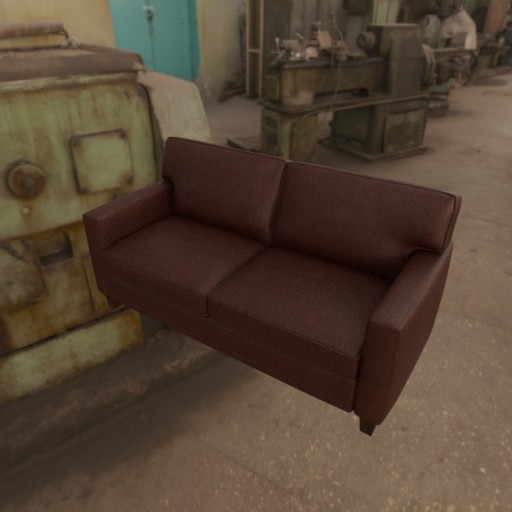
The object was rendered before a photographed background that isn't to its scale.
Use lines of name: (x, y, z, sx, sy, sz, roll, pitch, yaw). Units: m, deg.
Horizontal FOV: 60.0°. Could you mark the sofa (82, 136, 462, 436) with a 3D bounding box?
sofa: (0.000, 0.000, 2.430, 1.876, 0.928, 0.912, 19, 35, 29)
